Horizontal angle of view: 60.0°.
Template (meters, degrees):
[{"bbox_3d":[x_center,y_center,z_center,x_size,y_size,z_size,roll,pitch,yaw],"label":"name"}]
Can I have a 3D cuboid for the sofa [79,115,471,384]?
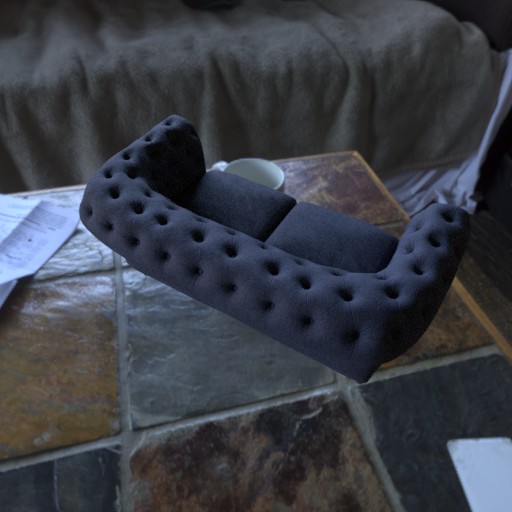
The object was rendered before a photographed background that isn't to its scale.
[{"bbox_3d":[0.000,0.000,2.520,1.988,0.833,1.082,24,50,21],"label":"sofa"}]
